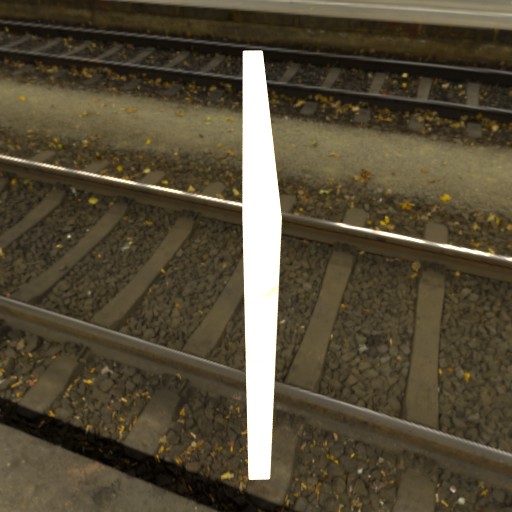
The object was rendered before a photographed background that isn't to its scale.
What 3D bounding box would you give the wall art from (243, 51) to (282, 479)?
[{"bbox_3d":[0.000,0.000,1.547,0.071,1.061,1.061,-1,40,-1],"label":"wall art"}]
